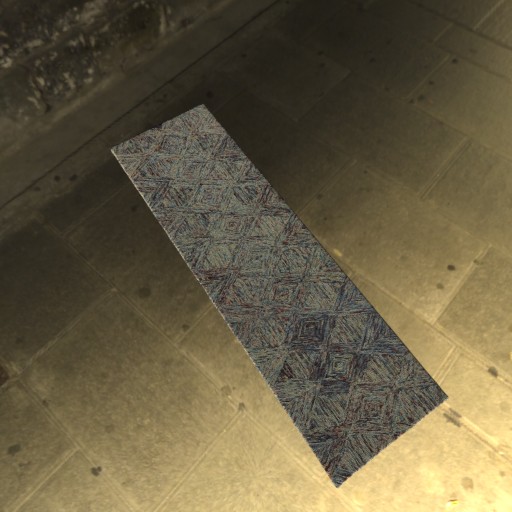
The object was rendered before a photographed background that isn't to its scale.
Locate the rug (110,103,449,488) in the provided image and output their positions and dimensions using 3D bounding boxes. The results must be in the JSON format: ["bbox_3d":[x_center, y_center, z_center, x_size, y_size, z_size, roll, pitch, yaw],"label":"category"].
[{"bbox_3d":[0.000,0.000,2.454,0.688,0.015,2.292,-31,67,-14],"label":"rug"}]
